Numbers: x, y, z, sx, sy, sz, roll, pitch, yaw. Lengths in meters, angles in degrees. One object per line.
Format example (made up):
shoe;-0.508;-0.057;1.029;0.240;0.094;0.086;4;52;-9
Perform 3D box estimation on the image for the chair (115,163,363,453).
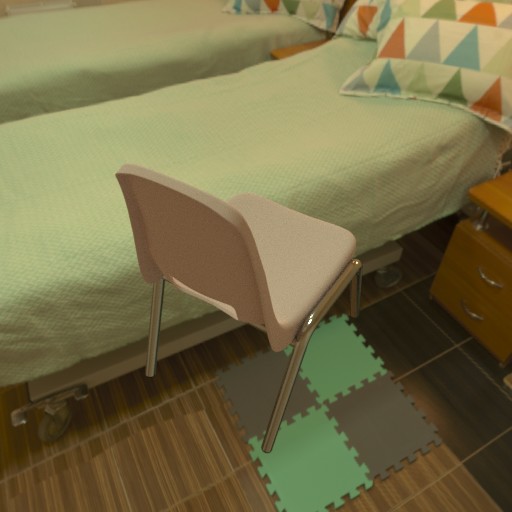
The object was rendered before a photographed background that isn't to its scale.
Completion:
chair;0.000;0.000;0.853;0.354;0.586;0.423;24;50;22
